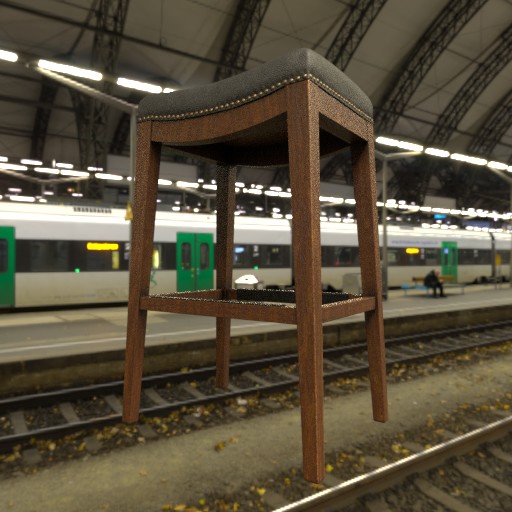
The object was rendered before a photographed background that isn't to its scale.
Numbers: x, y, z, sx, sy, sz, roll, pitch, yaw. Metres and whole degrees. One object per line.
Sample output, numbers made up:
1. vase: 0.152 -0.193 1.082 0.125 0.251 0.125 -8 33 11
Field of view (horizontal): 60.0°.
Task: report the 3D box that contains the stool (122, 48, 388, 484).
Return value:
1. stool: 0.000 0.000 1.028 0.500 0.765 0.361 0 0 35
